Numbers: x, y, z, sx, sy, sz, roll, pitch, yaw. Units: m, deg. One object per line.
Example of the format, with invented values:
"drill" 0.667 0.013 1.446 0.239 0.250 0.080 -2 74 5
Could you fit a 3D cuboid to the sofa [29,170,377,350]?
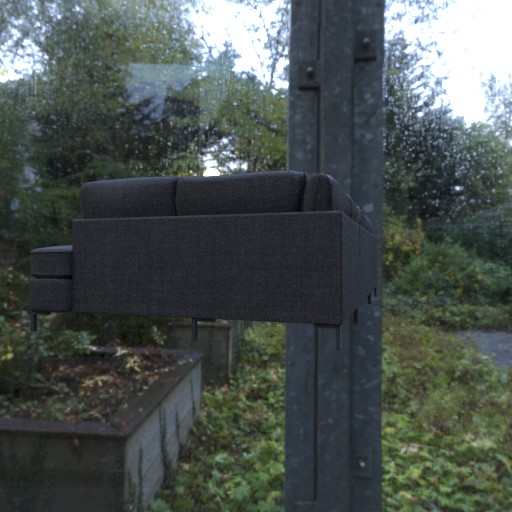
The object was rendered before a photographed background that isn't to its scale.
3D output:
"sofa" 0.000 0.000 4.208 2.048 0.999 3.423 0 0 18
